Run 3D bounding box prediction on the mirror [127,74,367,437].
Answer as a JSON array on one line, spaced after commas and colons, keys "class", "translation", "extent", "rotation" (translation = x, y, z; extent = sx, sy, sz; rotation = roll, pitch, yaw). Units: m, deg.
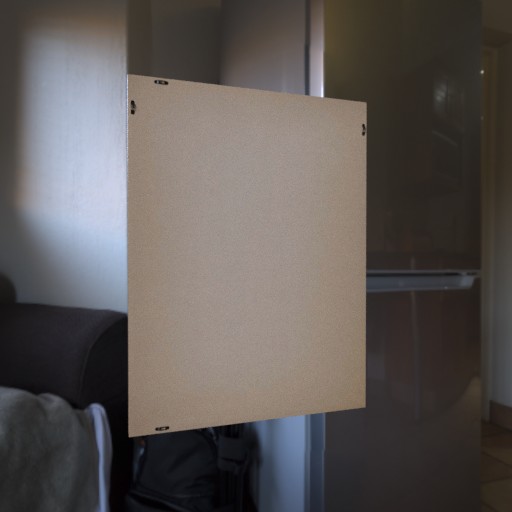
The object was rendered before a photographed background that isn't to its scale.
[{"class": "mirror", "translation": [0.000, 0.000, 1.373], "extent": [0.762, 1.016, 0.040], "rotation": [0, 1, -18]}]
